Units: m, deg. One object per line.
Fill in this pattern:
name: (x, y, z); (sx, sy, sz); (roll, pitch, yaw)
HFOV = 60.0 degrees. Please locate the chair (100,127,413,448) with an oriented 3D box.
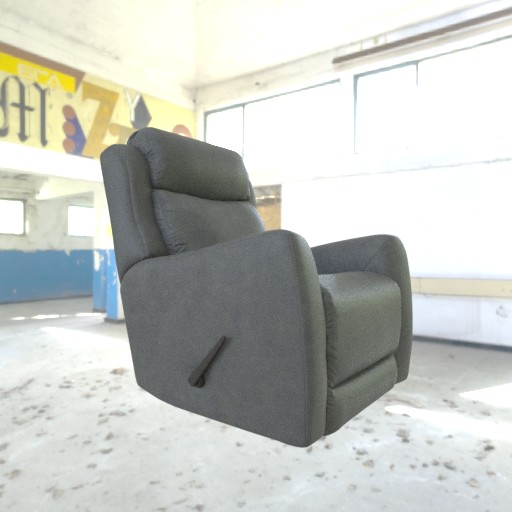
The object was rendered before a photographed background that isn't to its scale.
chair: (0.000, 0.000, 1.898); (1.068, 1.116, 0.967); (1, 1, 38)
